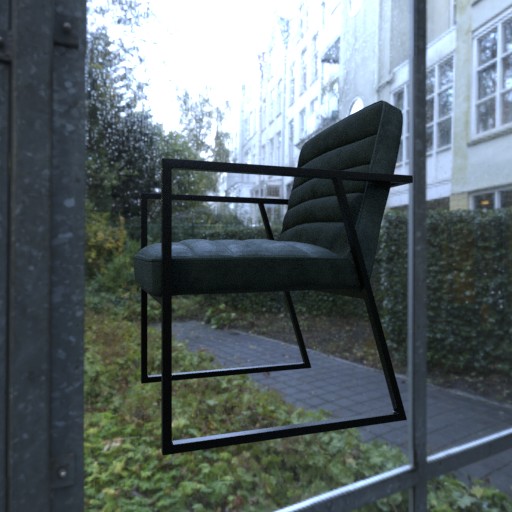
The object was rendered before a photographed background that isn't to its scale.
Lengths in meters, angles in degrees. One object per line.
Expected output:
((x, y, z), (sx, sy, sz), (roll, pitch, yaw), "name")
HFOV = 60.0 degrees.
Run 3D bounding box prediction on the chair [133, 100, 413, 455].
((0.000, 0.000, 1.294), (0.677, 0.833, 0.571), (0, 0, -19), "chair")
